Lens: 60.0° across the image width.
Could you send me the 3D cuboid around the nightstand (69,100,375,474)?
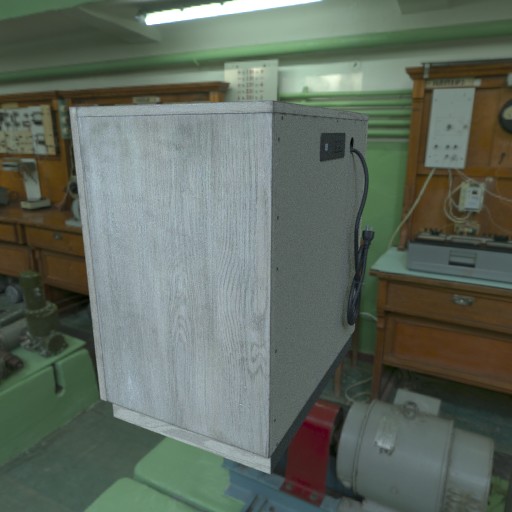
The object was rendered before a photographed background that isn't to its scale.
[{"bbox_3d":[0.000,0.000,1.080,0.483,0.673,0.612,8,17,26],"label":"nightstand"}]
